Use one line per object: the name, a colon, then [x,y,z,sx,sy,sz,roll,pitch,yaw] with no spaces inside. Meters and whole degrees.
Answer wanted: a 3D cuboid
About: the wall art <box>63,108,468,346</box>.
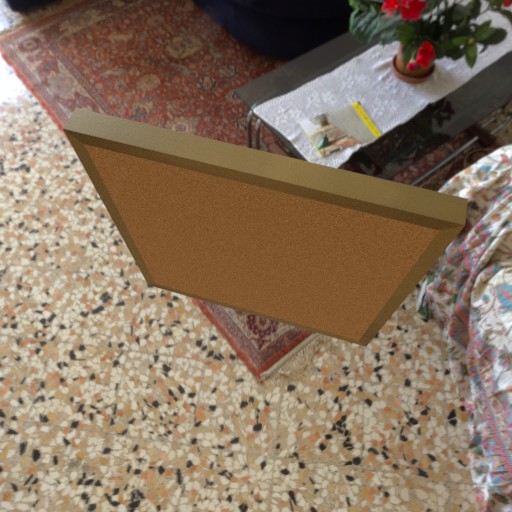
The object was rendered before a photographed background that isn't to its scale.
wall art: [0.000,0.000,0.771,0.507,0.508,0.038,15,64,7]
